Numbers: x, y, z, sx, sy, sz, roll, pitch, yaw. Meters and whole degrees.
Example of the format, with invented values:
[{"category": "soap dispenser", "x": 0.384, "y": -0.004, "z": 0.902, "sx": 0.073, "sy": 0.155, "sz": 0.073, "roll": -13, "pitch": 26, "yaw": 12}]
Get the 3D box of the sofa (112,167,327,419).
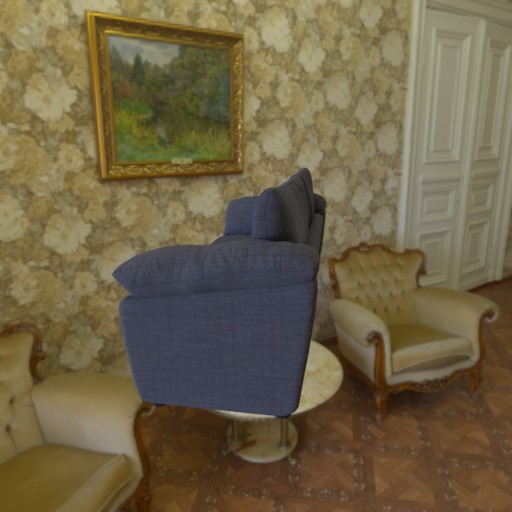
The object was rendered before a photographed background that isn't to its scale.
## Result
[{"category": "sofa", "x": 0.000, "y": 0.000, "z": 2.948, "sx": 0.883, "sy": 1.080, "sz": 2.336, "roll": 2, "pitch": 14, "yaw": 9}]
